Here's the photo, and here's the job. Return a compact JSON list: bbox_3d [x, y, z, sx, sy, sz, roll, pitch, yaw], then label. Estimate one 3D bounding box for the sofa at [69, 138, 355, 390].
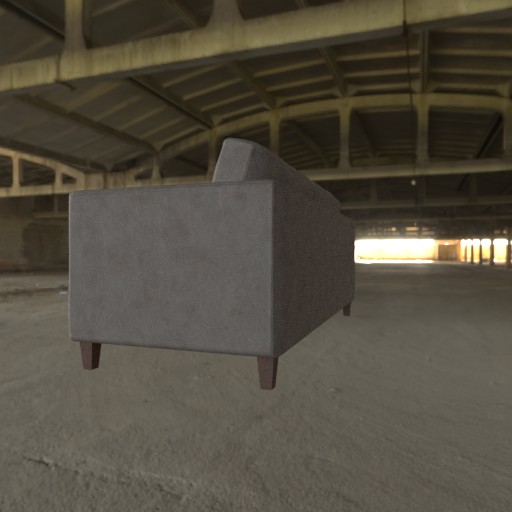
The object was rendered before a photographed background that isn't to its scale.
[{"bbox_3d":[0.000,0.000,2.735,0.951,0.965,2.208,0,1,20],"label":"sofa"}]
